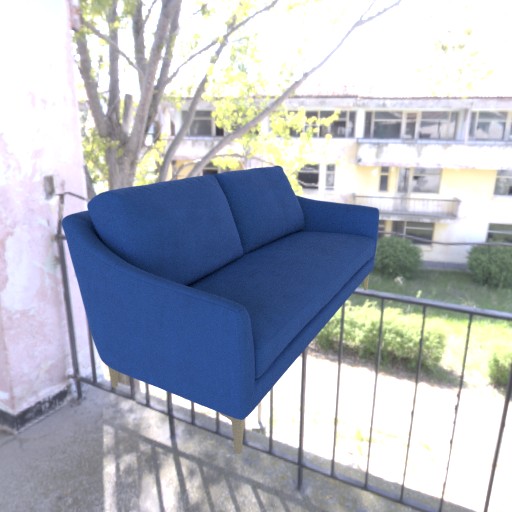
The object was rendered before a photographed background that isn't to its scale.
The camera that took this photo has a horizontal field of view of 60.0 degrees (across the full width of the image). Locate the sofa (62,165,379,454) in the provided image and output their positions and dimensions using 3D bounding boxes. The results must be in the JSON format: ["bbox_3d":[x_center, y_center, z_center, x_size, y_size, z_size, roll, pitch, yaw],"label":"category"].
[{"bbox_3d":[0.000,0.000,2.510,0.960,0.903,2.036,8,18,26],"label":"sofa"}]
